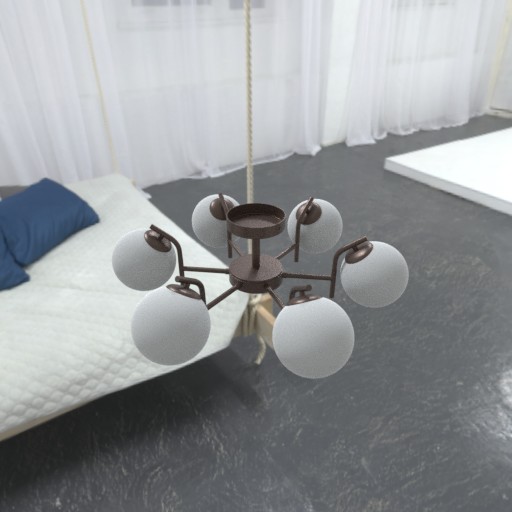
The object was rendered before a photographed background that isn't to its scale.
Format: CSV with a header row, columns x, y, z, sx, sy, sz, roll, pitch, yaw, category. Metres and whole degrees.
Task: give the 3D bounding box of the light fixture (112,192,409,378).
x,y,z,sx,sy,sz,roll,pitch,yaw,category
0.000,0.000,0.982,0.662,0.201,0.662,0,30,0,light fixture
